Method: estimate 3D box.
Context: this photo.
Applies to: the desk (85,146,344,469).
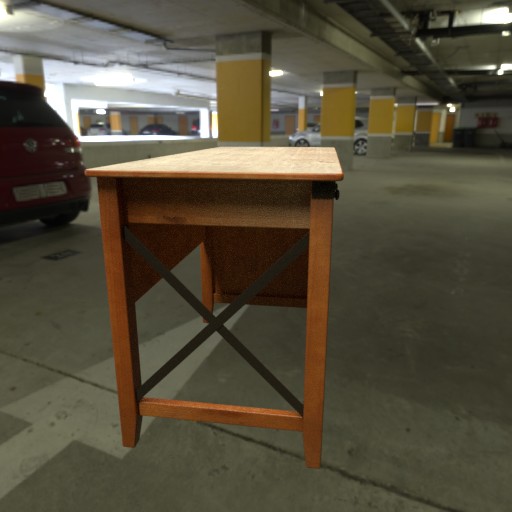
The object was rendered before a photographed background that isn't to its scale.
[{"bbox_3d":[0.000,0.000,1.688,0.574,0.756,1.353,2,16,9],"label":"desk"}]
